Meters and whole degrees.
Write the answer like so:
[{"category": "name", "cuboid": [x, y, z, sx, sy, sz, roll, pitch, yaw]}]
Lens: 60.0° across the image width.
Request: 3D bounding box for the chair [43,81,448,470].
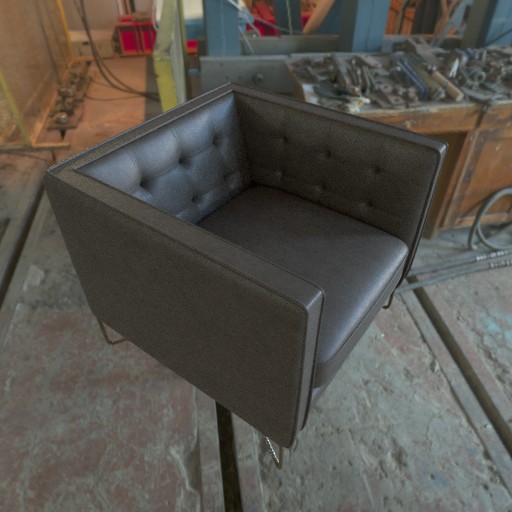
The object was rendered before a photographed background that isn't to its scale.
[{"category": "chair", "cuboid": [0.000, 0.000, 1.549, 0.894, 0.790, 0.880, 26, 47, 26]}]
